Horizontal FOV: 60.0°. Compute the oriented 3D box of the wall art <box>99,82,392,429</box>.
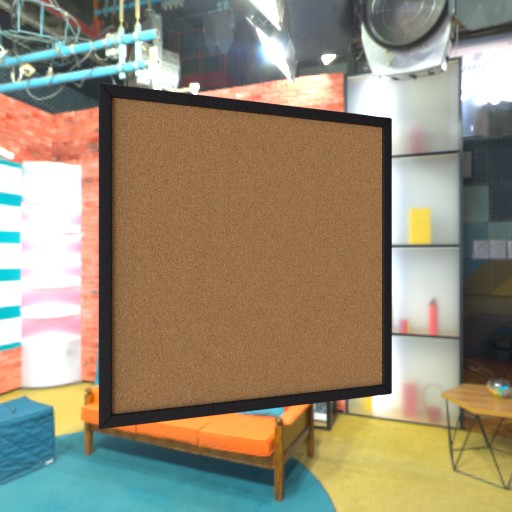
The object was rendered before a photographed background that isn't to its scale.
[{"bbox_3d":[0.000,0.000,0.456,0.305,0.305,0.037,0,0,-19],"label":"wall art"}]
